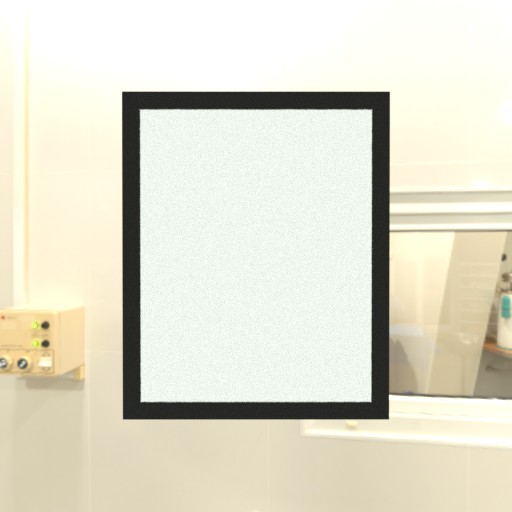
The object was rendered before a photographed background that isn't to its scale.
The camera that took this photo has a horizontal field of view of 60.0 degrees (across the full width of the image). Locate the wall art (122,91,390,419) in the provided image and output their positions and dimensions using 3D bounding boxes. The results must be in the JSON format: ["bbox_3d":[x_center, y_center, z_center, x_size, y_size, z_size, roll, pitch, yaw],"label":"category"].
[{"bbox_3d":[0.000,0.000,0.557,0.329,0.404,0.024,0,1,0],"label":"wall art"}]
